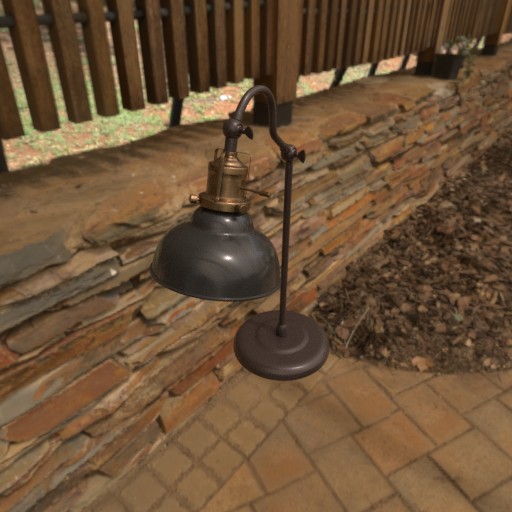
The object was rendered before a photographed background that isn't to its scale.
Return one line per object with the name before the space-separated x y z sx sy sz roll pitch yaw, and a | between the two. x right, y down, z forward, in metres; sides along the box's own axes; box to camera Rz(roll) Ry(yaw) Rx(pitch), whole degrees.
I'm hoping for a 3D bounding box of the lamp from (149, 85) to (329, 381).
lamp | 0.000 0.000 0.698 0.192 0.508 0.374 19 36 29
